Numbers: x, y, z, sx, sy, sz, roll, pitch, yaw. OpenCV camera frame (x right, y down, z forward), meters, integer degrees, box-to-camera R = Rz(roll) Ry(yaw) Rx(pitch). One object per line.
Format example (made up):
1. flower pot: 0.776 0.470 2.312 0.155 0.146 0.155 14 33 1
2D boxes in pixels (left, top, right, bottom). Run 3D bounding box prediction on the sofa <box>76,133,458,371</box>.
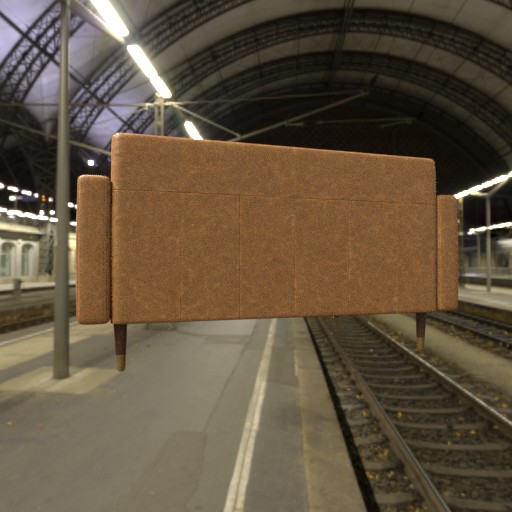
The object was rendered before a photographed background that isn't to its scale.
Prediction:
1. sofa: 0.000 0.000 2.114 1.549 0.820 0.960 0 -1 -17
